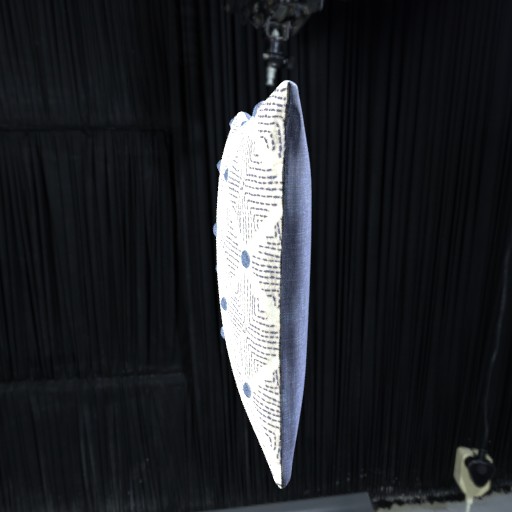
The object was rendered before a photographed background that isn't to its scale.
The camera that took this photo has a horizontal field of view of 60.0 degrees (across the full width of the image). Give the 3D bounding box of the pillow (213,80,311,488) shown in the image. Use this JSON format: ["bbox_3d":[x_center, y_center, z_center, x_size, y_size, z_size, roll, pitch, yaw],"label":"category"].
[{"bbox_3d":[0.000,0.000,0.767,0.145,0.510,0.510,-2,14,-7],"label":"pillow"}]
